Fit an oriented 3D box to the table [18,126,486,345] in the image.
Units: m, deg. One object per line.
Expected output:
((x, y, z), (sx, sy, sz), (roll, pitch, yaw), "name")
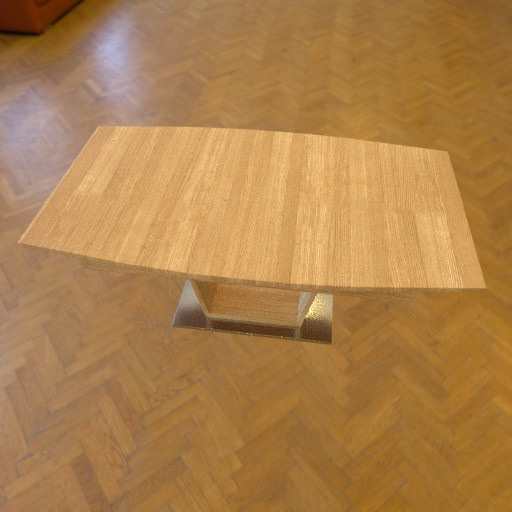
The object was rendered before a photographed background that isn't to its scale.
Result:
((0.000, 0.000, 2.030), (1.598, 0.748, 0.900), (6, 48, 5), "table")
